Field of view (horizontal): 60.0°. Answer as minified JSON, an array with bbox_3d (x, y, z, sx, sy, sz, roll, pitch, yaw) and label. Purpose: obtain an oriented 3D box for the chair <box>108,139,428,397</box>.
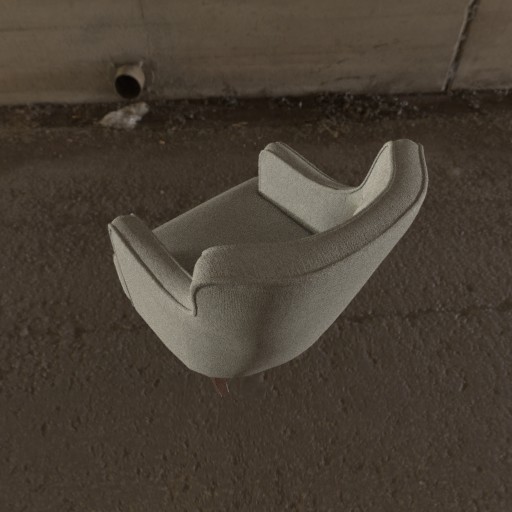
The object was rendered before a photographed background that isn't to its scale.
[{"bbox_3d":[0.000,0.000,1.585,0.820,0.920,0.910,-33,55,-26],"label":"chair"}]
